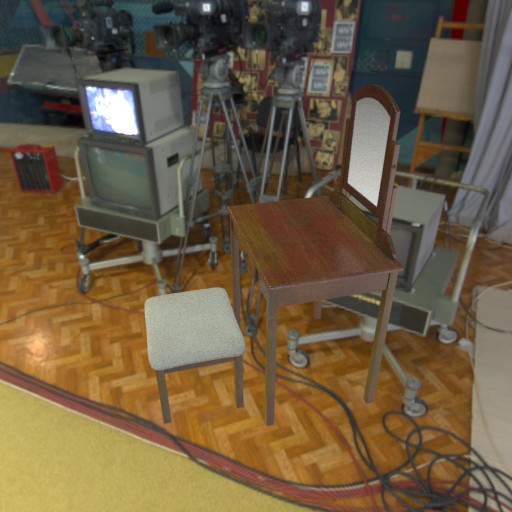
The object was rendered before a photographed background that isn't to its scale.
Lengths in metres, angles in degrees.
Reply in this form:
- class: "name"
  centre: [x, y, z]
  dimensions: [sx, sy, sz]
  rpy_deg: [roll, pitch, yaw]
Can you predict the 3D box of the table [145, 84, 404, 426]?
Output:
- class: "table"
  centre: [0.000, 0.000, 2.306]
  dimensions: [1.211, 1.631, 0.876]
  rpy_deg: [-8, 31, -13]
